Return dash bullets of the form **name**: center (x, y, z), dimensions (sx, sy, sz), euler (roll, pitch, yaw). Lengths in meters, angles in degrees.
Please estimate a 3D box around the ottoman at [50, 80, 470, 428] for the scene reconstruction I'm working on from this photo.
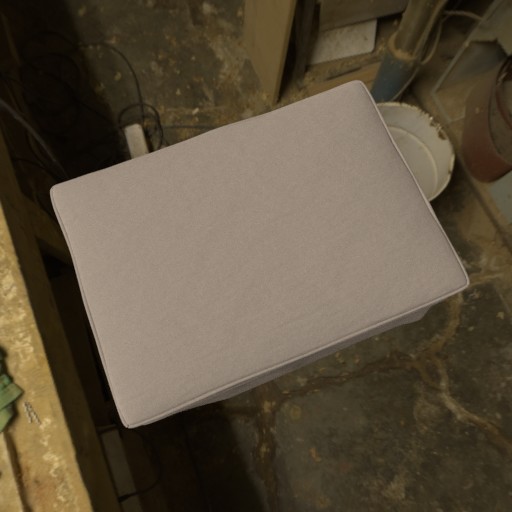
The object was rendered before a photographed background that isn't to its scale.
- **ottoman**: center (0.000, 0.000, 1.303), dimensions (0.944, 0.479, 0.703), euler (-21, 76, -6)
